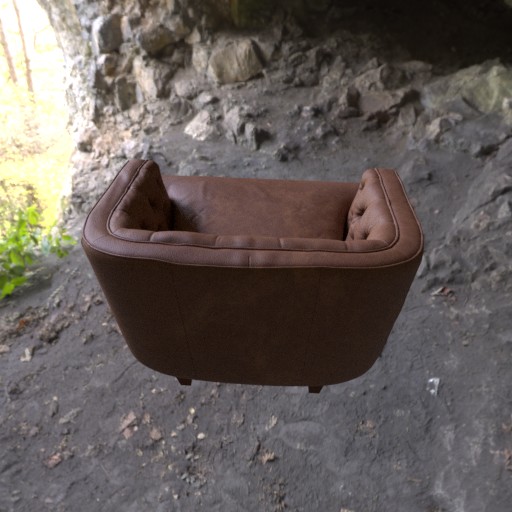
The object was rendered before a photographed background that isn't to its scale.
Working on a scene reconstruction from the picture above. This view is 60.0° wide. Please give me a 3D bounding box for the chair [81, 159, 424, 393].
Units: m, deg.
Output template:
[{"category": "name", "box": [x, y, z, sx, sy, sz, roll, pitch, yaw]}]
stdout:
[{"category": "chair", "box": [0.000, 0.000, 1.795, 1.119, 0.836, 0.911, 3, 46, 3]}]
